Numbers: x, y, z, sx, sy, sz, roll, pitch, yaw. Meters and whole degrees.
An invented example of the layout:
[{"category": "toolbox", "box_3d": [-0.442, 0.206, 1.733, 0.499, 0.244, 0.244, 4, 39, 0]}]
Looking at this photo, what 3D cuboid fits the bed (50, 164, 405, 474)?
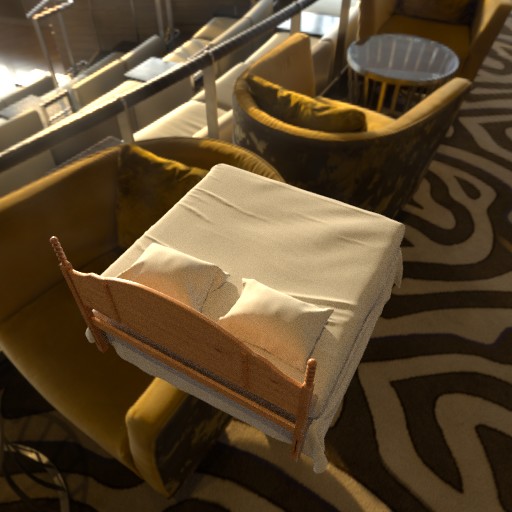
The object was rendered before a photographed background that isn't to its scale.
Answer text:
[{"category": "bed", "box_3d": [0.000, 0.000, 3.725, 2.322, 1.355, 2.219, 22, 50, 20]}]
